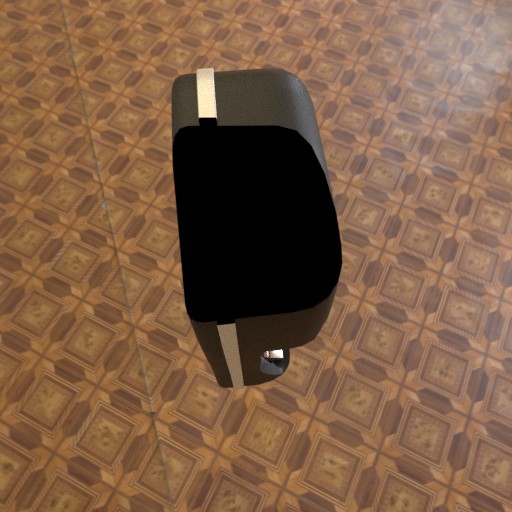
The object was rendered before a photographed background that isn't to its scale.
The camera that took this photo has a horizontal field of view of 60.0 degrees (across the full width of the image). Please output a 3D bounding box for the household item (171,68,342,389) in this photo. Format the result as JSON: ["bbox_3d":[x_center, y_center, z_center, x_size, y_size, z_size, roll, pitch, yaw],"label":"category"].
[{"bbox_3d":[0.000,0.000,0.148,0.038,0.114,0.070,-5,64,-3],"label":"household item"}]
